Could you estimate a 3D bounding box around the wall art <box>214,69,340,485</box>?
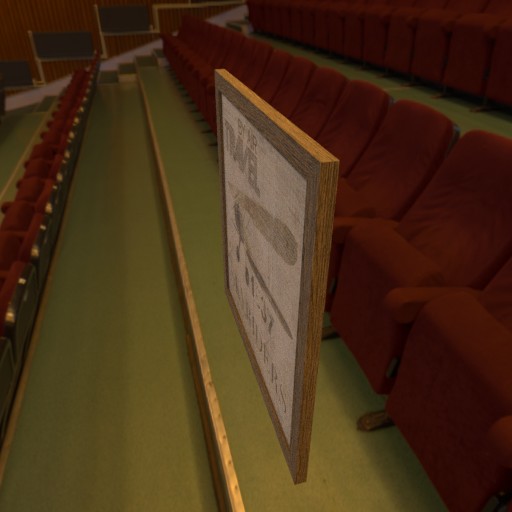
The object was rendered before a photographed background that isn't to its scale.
[{"bbox_3d":[0.000,0.000,0.746,0.019,0.508,0.508,-8,33,-13],"label":"wall art"}]
